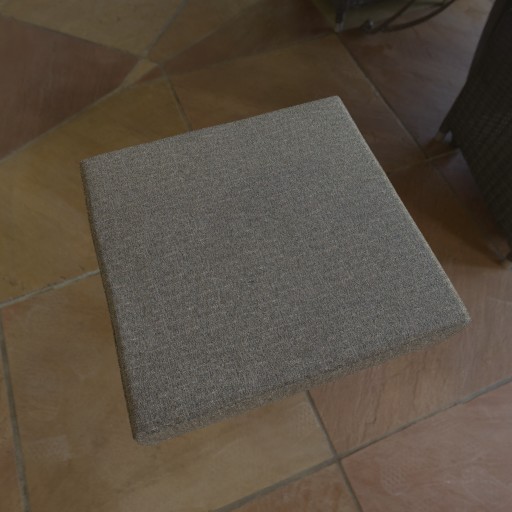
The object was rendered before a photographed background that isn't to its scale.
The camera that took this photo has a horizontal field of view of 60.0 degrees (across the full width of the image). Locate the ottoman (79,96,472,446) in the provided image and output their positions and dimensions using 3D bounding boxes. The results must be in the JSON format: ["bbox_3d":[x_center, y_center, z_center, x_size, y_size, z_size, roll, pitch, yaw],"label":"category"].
[{"bbox_3d":[0.000,0.000,1.547,1.016,0.379,0.981,-17,64,-9],"label":"ottoman"}]
